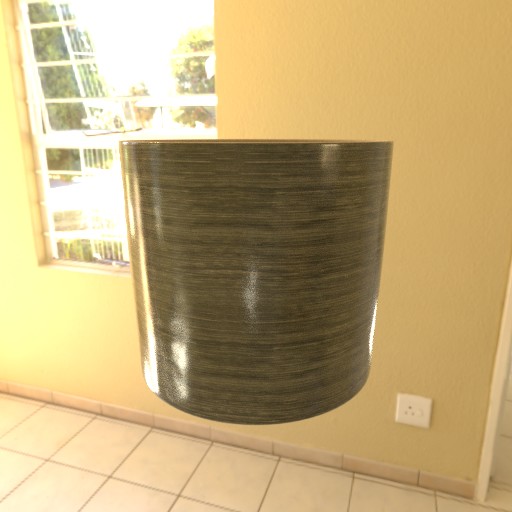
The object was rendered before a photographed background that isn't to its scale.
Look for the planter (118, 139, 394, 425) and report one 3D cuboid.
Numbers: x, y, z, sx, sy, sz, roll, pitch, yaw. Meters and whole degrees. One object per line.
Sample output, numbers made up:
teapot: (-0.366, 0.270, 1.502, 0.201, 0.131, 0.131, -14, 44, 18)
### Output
planter: (0.000, 0.000, 0.398, 0.221, 0.201, 0.221, 0, 15, 0)
